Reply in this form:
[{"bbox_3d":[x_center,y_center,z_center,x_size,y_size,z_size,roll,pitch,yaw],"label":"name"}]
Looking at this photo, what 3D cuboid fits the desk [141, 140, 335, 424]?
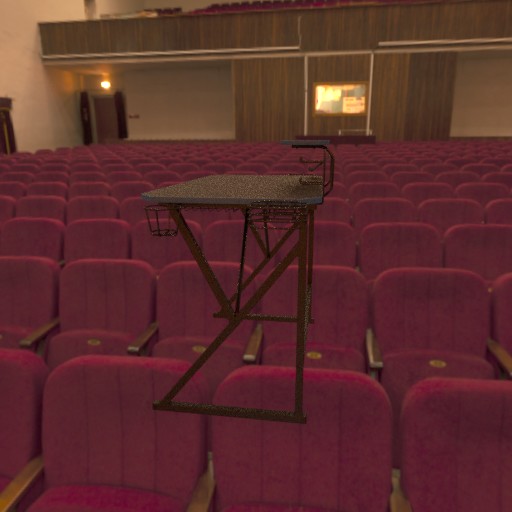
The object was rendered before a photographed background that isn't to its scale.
[{"bbox_3d":[0.000,0.000,1.810,0.594,0.909,1.295,2,14,9],"label":"desk"}]
